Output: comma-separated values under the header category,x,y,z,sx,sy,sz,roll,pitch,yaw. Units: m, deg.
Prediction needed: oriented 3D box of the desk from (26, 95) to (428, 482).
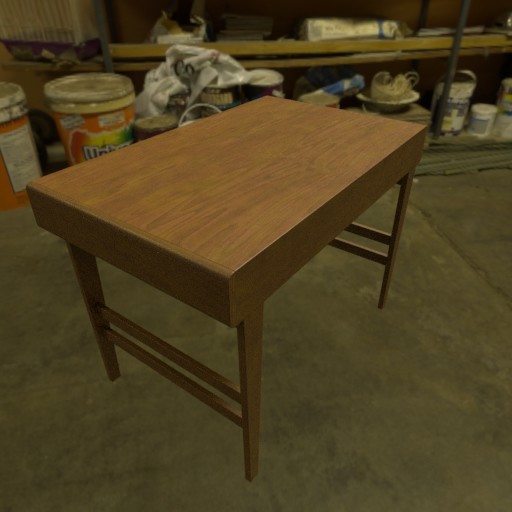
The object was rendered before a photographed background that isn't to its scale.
category,x,y,z,sx,sy,sz,roll,pitch,yaw
desk,0.000,0.000,1.511,0.660,0.754,1.066,22,40,29
